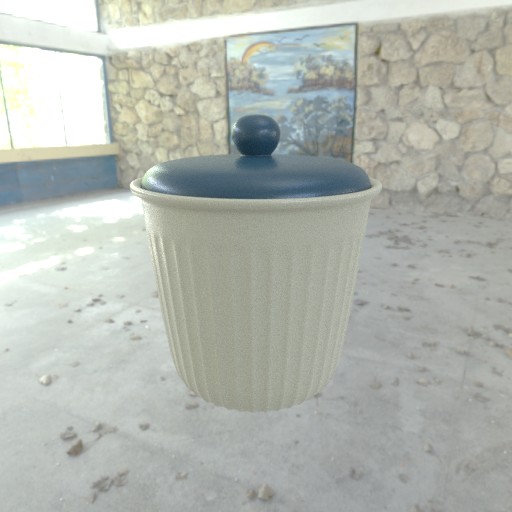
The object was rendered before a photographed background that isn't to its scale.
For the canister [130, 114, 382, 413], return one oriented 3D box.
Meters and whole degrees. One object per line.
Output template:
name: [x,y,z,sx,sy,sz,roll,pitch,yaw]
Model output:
canister: [0.000,0.000,0.346,0.181,0.211,0.181,0,17,0]
